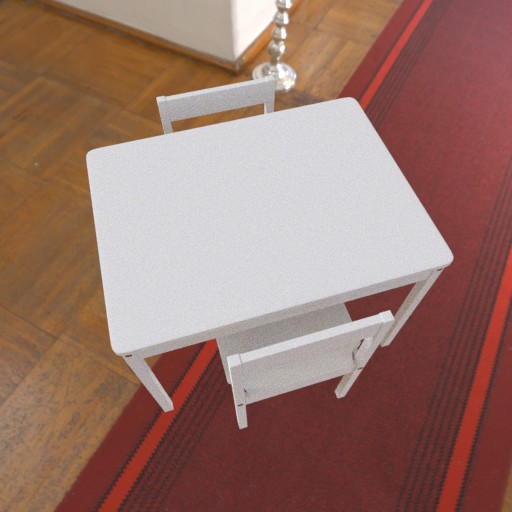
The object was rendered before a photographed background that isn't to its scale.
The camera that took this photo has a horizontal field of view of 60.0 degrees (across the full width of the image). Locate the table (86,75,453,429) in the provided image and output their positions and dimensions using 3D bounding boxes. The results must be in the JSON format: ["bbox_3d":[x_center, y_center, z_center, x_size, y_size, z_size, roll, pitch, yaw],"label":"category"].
[{"bbox_3d":[0.000,0.000,1.099,0.650,0.503,0.672,-14,59,-9],"label":"table"}]
